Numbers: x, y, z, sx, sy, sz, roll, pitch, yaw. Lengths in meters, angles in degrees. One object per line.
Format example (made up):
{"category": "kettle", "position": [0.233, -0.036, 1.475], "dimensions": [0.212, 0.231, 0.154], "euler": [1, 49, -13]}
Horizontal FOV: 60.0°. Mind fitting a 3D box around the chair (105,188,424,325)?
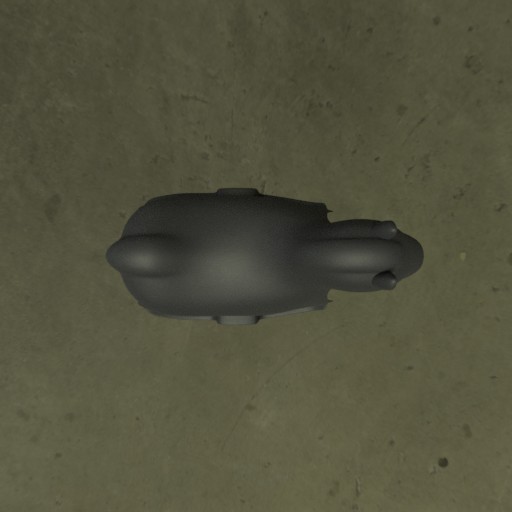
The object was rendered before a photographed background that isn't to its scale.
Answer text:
{"category": "chair", "position": [0.000, 0.000, 1.167], "dimensions": [0.800, 0.612, 0.429], "euler": [0, 90, -1]}
